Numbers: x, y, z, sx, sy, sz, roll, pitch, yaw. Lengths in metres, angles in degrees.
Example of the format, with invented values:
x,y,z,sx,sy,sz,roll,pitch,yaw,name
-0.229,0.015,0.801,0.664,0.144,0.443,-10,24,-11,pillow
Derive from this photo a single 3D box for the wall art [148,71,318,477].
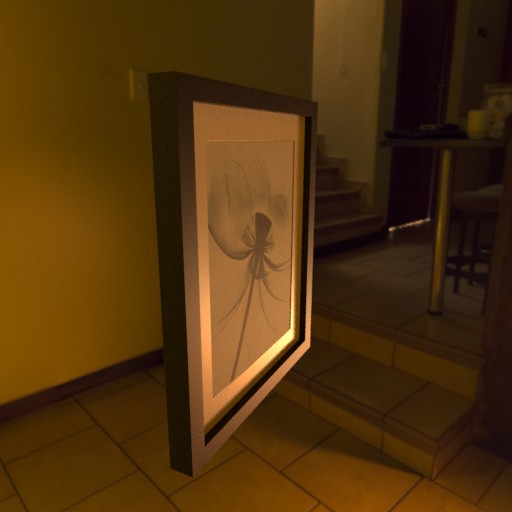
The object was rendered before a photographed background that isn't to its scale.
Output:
x,y,z,sx,sy,sz,roll,pitch,yaw,name
0.000,0.000,0.545,0.029,0.381,0.330,7,16,26,wall art
